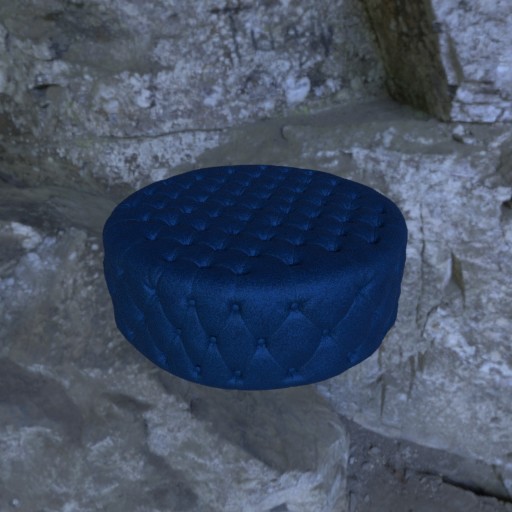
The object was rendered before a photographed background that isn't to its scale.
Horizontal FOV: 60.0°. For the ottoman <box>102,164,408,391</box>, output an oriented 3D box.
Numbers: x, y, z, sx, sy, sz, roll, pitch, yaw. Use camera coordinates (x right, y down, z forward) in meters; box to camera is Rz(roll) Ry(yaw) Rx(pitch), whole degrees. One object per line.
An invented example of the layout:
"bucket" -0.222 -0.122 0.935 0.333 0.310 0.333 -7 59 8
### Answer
"ottoman" 0.000 0.000 1.552 0.998 0.398 0.998 0 29 0
